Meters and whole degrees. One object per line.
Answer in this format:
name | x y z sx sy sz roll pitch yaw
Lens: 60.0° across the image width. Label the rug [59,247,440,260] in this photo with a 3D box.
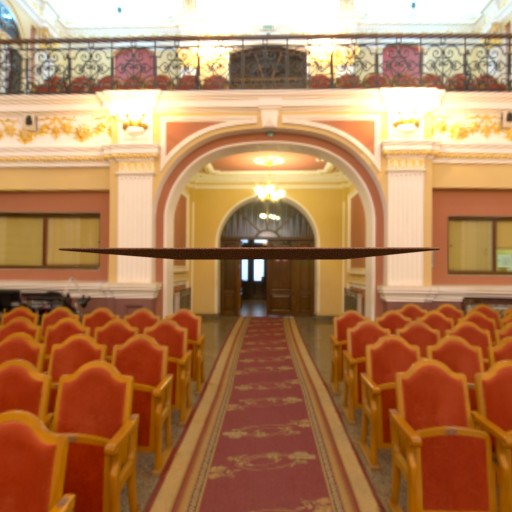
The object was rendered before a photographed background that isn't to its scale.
rug | 0.000 0.000 2.899 1.524 0.011 2.286 0 -1 2
